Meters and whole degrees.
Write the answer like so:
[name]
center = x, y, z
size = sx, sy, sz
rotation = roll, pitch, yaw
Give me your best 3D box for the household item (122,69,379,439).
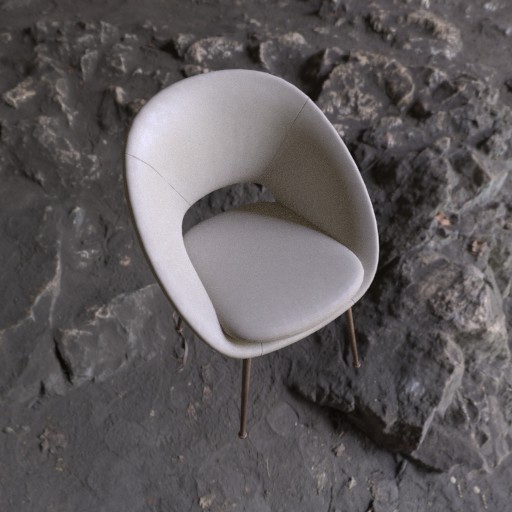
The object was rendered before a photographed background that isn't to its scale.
[household item]
center = 0.000, 0.000, 1.266
size = 0.623, 0.852, 0.573
rotation = -24, 51, -22
